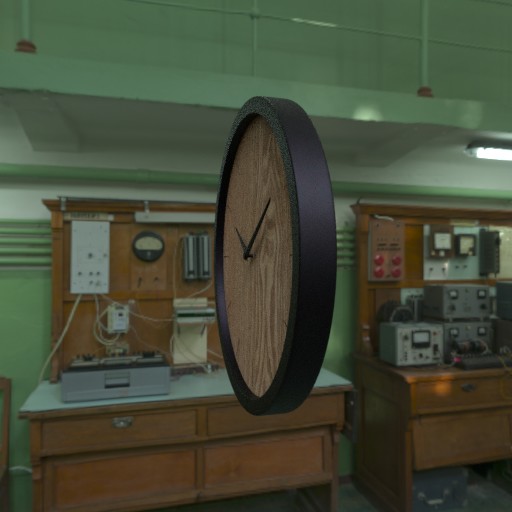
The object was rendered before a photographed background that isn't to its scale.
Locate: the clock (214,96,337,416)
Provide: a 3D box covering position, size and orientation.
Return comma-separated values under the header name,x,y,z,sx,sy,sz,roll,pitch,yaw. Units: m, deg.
name,x,y,z,sx,sy,sz,roll,pitch,yaw
clock,0.000,0.000,0.463,0.029,0.314,0.314,0,0,-17
